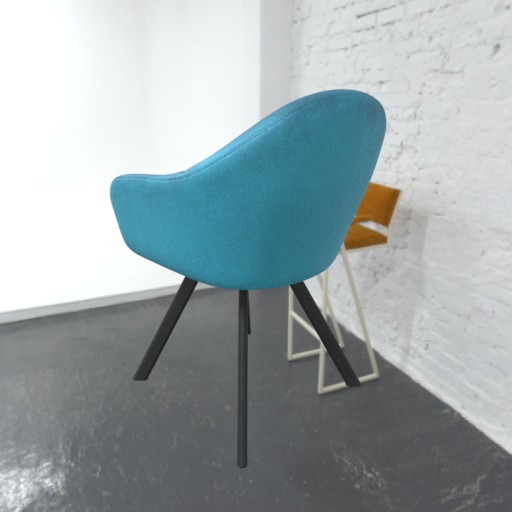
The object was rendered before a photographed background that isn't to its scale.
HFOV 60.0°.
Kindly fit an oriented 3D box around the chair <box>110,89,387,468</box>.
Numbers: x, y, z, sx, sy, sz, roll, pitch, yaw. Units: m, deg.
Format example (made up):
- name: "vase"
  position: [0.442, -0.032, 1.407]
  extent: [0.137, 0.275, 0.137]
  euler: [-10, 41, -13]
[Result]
- name: "chair"
  position: [0.000, 0.000, 1.131]
  extent: [0.540, 0.780, 0.570]
  euler: [-16, 24, -41]
